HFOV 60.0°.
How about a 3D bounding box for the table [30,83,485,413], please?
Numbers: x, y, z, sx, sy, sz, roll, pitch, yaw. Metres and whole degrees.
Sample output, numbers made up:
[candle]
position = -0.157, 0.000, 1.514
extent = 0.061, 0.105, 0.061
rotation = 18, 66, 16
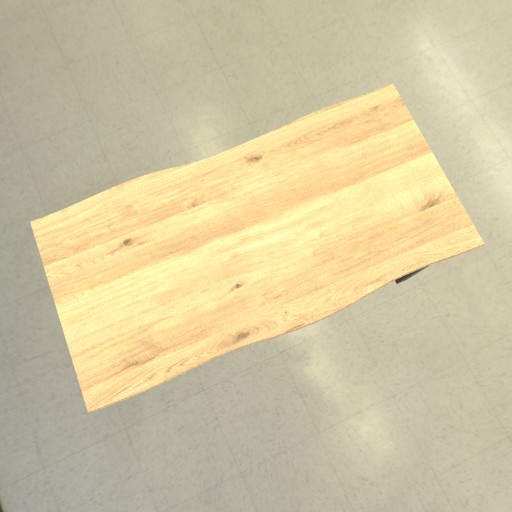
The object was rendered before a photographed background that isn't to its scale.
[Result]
[table]
position = 0.000, 0.000, 2.302
extent = 1.800, 0.780, 0.900
rotation = -22, 76, -6
